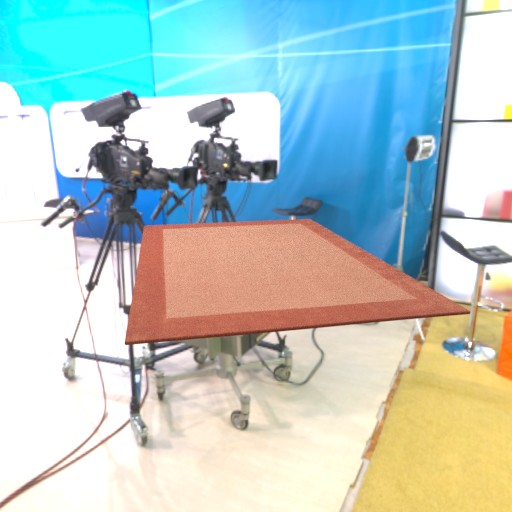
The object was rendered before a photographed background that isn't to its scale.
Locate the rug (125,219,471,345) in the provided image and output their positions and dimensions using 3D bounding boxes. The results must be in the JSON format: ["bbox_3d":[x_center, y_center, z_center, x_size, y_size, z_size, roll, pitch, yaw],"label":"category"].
[{"bbox_3d":[0.000,0.000,2.359,1.219,0.014,1.829,-3,16,-11],"label":"rug"}]
